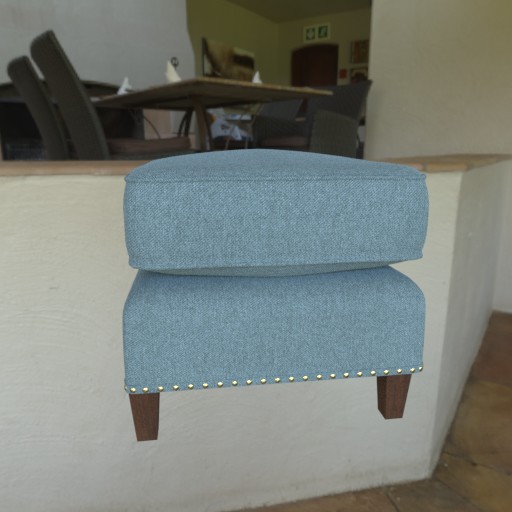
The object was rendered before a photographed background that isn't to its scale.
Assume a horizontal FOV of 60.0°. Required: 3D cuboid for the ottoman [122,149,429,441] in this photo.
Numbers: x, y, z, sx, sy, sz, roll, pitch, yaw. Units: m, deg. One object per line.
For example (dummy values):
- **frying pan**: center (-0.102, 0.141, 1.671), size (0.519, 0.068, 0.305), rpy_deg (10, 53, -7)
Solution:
- **ottoman**: center (0.000, 0.000, 1.143), size (0.589, 0.537, 0.738), rpy_deg (-2, 14, -8)
